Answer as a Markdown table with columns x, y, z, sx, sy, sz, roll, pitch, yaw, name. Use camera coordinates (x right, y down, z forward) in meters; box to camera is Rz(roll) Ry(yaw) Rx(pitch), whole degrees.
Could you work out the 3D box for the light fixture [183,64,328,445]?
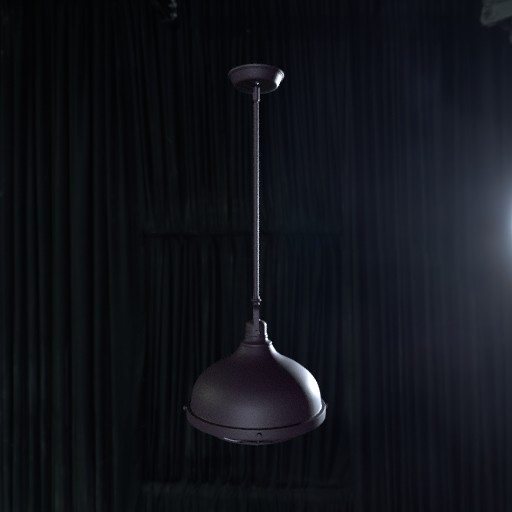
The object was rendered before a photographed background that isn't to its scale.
| x | y | z | sx | sy | sz | roll | pitch | yaw | name |
| --- | --- | --- | --- | --- | --- | --- | --- | --- | --- |
| 0.000 | 0.000 | 1.047 | 0.341 | 0.849 | 0.341 | 0 | 1 | -2 | light fixture |
